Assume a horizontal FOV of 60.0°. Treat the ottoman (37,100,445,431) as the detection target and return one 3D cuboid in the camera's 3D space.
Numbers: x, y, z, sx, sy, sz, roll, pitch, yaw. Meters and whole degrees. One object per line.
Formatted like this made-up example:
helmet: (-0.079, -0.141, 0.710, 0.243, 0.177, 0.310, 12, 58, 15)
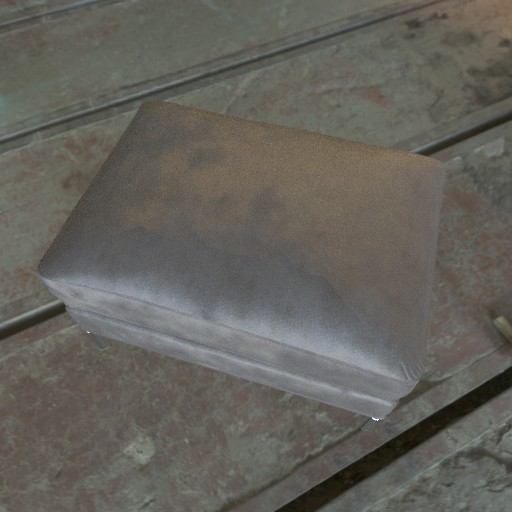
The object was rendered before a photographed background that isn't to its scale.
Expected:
ottoman: (0.000, 0.000, 1.025, 0.719, 0.456, 0.520, 14, 59, 9)
